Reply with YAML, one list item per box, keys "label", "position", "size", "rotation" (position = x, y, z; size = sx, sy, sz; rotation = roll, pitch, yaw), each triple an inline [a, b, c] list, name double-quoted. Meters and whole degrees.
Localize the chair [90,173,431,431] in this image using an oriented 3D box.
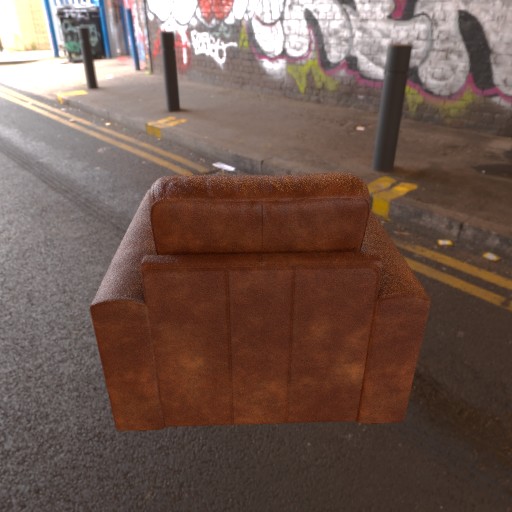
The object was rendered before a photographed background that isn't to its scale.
- label: "chair"
  position: [0.000, 0.000, 1.781]
  size: [1.005, 0.873, 1.016]
  rotation: [-1, 29, -2]
